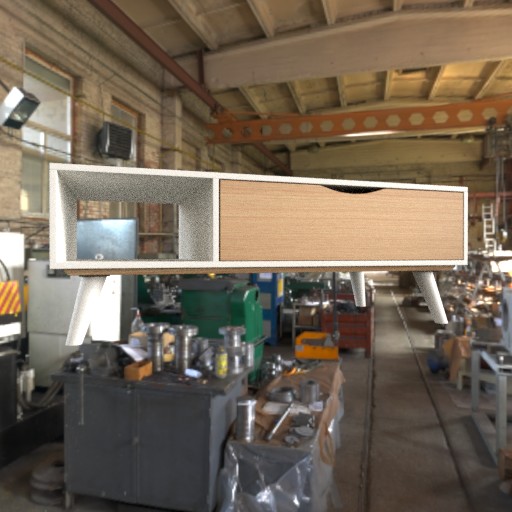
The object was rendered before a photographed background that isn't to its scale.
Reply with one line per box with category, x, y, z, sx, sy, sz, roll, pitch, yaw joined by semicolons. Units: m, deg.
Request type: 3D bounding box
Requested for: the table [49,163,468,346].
table;0.000;0.000;1.491;1.194;0.432;0.609;0;0;-18
